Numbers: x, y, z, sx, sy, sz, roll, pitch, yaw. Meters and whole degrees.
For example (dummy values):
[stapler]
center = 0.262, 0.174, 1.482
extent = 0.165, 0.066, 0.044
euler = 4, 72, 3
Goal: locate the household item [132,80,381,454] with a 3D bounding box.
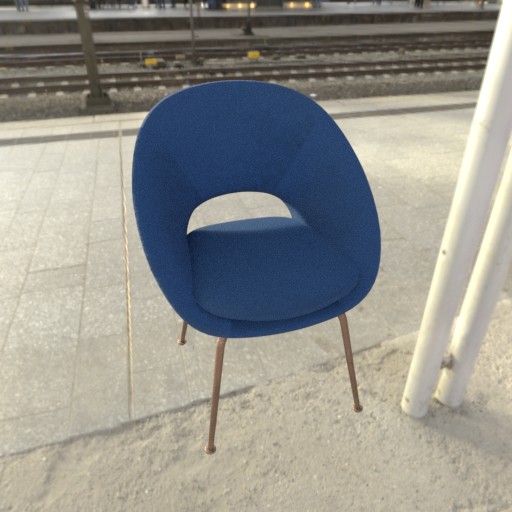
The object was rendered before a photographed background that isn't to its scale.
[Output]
[household item]
center = 0.000, 0.000, 1.256
extent = 0.623, 0.852, 0.573
euler = -10, 33, -15
